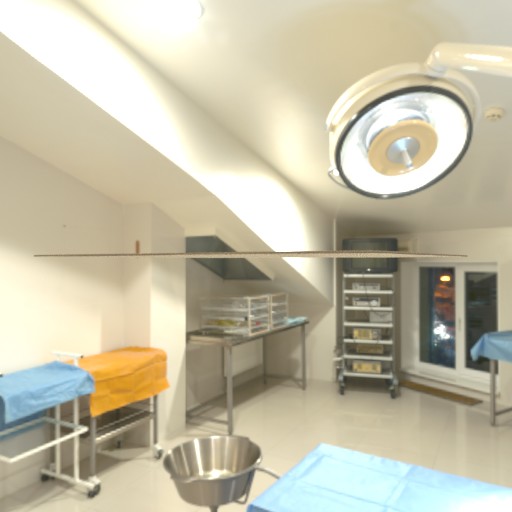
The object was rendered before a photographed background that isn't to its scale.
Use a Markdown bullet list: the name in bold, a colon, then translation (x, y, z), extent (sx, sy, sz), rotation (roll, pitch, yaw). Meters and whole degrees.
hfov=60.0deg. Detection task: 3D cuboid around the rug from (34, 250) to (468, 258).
- **rug**: translation (0.000, 0.000, 3.758), extent (2.895, 0.018, 2.288), rotation (0, -1, 35)
